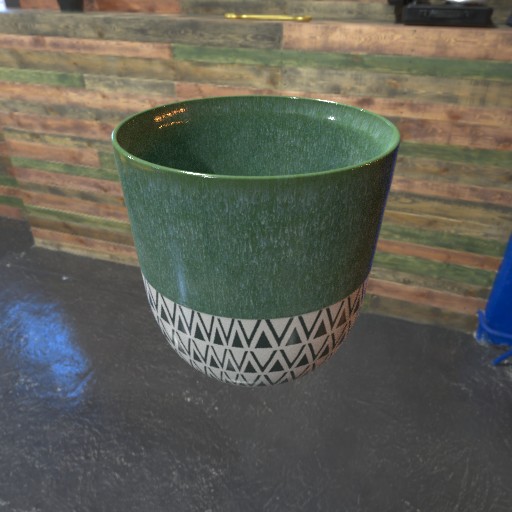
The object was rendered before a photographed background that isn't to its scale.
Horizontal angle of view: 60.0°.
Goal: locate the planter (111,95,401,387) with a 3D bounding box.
[{"bbox_3d":[0.000,0.000,0.365,0.195,0.214,0.195,0,32,0],"label":"planter"}]
